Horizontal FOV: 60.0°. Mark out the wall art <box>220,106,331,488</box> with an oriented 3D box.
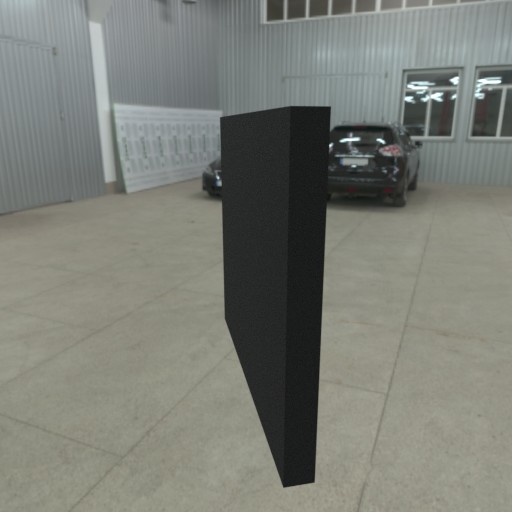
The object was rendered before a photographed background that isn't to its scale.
[{"bbox_3d":[0.000,0.000,0.540,0.031,0.330,0.381,-3,17,-11],"label":"wall art"}]
